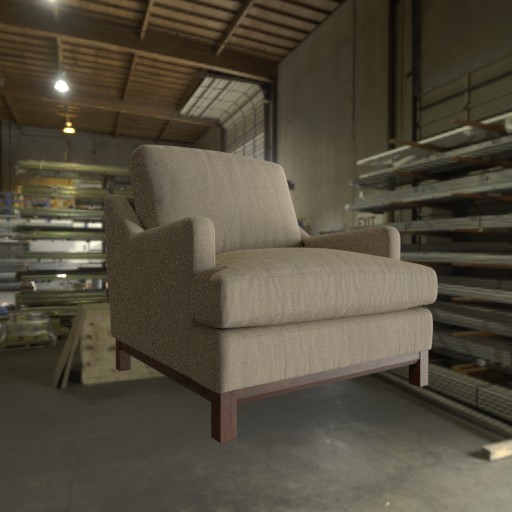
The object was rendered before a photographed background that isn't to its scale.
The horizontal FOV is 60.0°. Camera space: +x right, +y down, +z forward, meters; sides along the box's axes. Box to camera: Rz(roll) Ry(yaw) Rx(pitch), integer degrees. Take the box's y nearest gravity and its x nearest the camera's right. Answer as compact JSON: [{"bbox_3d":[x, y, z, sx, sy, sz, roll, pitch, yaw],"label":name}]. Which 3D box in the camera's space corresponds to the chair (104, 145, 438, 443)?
[{"bbox_3d":[0.000,0.000,1.713,0.912,0.916,1.001,0,1,-35],"label":"chair"}]
